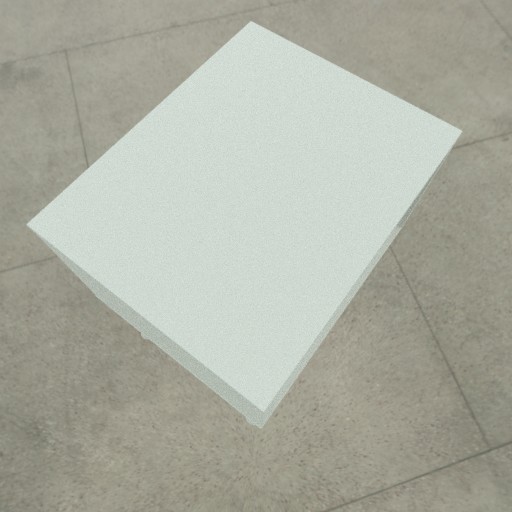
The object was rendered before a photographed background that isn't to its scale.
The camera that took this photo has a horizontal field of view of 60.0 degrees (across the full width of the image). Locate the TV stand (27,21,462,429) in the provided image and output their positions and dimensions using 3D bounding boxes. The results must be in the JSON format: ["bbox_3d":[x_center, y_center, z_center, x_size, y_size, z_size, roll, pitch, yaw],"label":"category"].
[{"bbox_3d":[0.000,0.000,0.894,0.405,0.559,0.508,34,70,15],"label":"TV stand"}]
